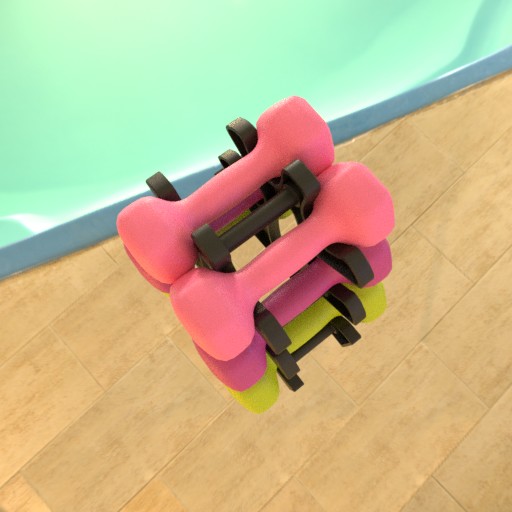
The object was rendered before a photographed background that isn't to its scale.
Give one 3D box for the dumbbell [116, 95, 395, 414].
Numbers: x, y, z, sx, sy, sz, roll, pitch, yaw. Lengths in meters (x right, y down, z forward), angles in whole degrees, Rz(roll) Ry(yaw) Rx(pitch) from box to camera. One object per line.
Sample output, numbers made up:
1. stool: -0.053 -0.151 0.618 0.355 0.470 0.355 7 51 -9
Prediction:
1. dumbbell: 0.000 0.000 0.433 0.203 0.261 0.257 -37 78 -9
